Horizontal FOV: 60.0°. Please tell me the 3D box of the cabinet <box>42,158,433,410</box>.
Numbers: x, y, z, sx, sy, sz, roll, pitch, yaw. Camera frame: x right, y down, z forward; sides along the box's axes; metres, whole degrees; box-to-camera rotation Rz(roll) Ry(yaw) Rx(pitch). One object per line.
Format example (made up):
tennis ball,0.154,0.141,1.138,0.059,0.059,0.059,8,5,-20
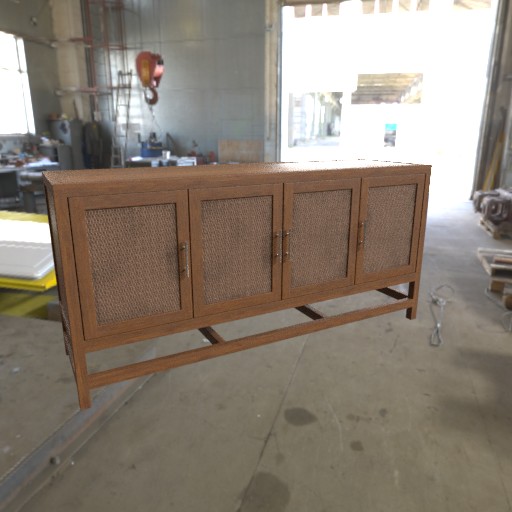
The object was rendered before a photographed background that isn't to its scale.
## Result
cabinet,0.000,0.000,2.093,1.708,0.820,0.522,-9,18,-27
